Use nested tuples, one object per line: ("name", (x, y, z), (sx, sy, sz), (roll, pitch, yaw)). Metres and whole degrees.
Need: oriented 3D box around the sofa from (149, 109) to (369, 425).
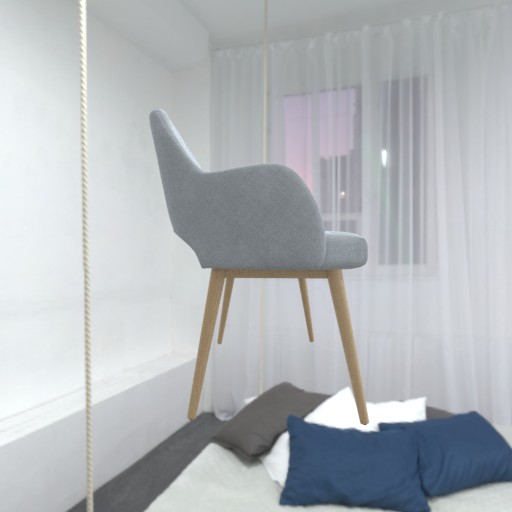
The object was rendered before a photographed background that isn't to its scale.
("sofa", (0.000, 0.000, 1.619), (0.610, 0.840, 1.150), (0, 1, 0))
